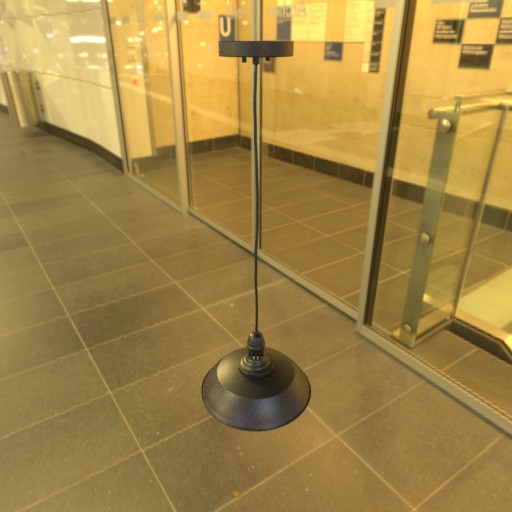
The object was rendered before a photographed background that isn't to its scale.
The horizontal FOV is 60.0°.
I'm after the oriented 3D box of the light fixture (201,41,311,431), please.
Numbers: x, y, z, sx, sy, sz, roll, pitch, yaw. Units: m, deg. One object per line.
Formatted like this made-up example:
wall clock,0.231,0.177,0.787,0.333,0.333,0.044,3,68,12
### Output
light fixture,0.000,0.000,1.139,0.331,0.993,0.331,18,31,32
